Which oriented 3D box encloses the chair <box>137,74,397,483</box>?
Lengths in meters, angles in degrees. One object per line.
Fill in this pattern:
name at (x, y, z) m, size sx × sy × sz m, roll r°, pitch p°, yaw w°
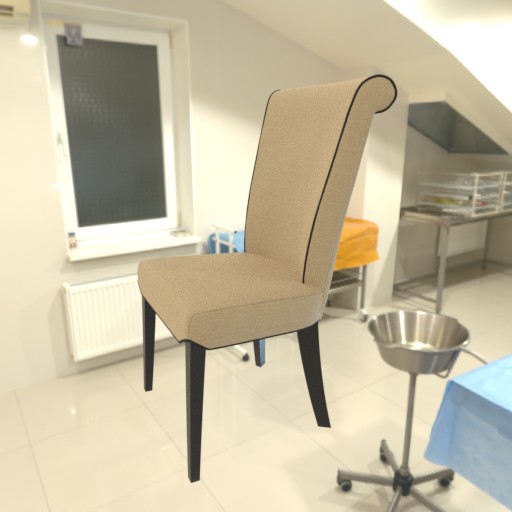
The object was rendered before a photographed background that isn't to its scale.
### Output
chair at (0.000, 0.000, 1.331) m, size 0.623 × 0.997 × 0.522 m, roll -8°, pitch 18°, yaw -26°
